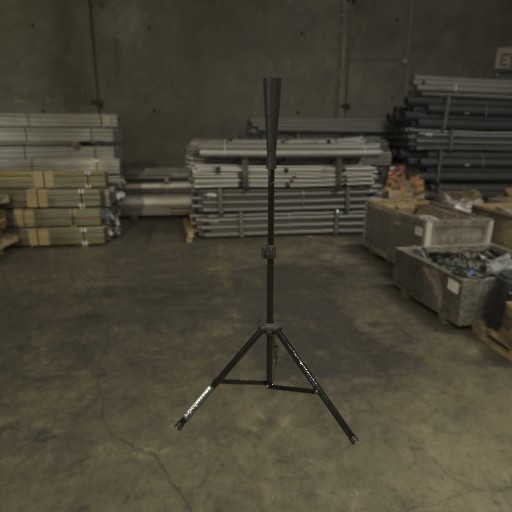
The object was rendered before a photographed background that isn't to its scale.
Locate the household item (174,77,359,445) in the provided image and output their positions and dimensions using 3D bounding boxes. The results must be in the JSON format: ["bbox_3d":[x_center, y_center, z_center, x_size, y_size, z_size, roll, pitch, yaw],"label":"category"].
[{"bbox_3d":[0.000,0.000,1.434,0.559,1.067,0.559,-2,15,-8],"label":"household item"}]
